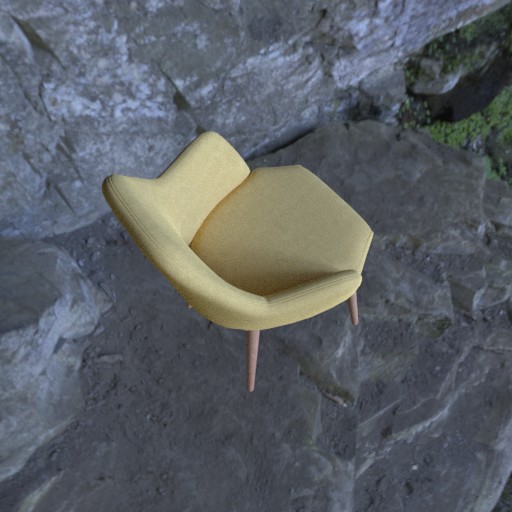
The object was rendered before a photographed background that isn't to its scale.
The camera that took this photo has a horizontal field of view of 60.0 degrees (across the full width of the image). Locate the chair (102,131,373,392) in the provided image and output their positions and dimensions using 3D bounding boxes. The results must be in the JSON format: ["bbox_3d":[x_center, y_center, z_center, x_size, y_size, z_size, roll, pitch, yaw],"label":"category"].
[{"bbox_3d":[0.000,0.000,1.249,0.610,0.840,0.590,-32,63,-19],"label":"chair"}]
